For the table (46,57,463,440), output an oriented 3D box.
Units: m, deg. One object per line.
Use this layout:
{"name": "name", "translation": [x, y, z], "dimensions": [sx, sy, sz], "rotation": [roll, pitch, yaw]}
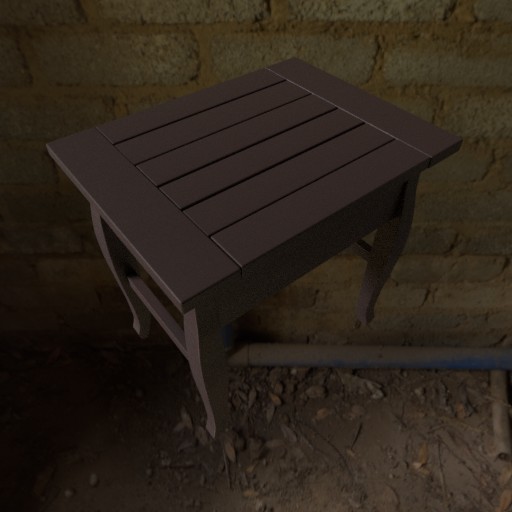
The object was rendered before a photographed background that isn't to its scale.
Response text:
{"name": "table", "translation": [0.000, 0.000, 1.020], "dimensions": [0.602, 0.605, 0.460], "rotation": [-30, 53, -25]}
